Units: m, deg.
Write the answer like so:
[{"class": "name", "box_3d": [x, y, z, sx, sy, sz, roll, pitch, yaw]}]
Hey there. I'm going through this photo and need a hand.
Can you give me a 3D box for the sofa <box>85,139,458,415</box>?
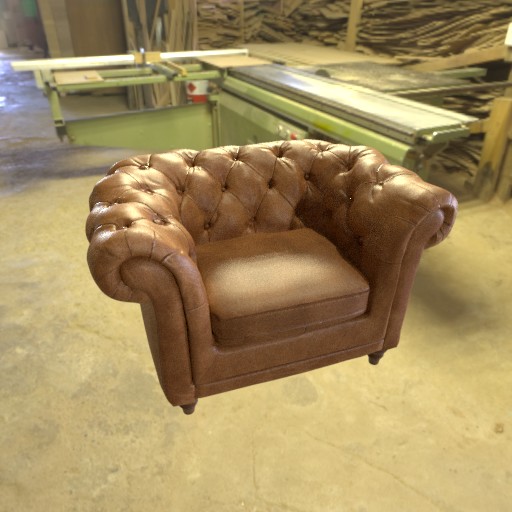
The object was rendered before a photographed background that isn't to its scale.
[{"class": "sofa", "box_3d": [0.000, 0.000, 2.073, 1.405, 0.878, 1.033, -10, 32, -16]}]
